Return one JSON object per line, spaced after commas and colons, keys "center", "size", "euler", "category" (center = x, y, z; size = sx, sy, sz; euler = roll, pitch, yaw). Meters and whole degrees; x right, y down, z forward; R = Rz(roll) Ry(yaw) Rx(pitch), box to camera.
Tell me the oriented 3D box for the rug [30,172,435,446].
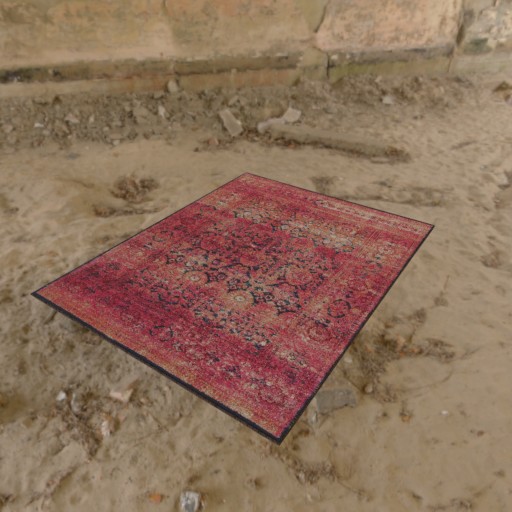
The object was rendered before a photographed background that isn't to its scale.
{"center": [0.000, 0.000, 4.103], "size": [2.411, 0.020, 3.032], "euler": [21, 39, 28], "category": "rug"}
